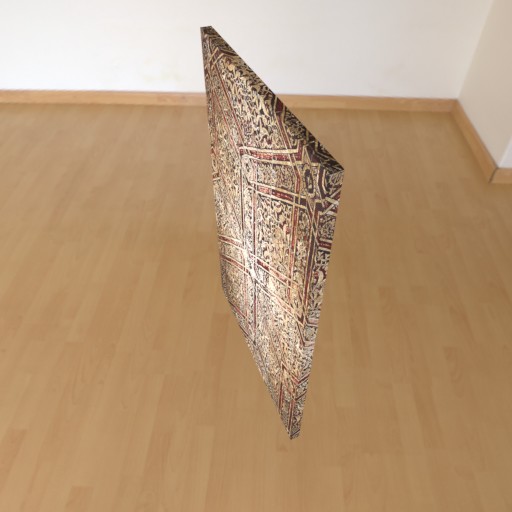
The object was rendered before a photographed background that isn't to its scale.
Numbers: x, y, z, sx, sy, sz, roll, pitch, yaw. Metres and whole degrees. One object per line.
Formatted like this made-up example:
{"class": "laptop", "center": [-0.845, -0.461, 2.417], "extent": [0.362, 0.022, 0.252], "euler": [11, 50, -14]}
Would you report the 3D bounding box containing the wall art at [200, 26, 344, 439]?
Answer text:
{"class": "wall art", "center": [0.000, 0.000, 0.744], "extent": [0.020, 0.599, 0.397], "euler": [-16, 48, -15]}
